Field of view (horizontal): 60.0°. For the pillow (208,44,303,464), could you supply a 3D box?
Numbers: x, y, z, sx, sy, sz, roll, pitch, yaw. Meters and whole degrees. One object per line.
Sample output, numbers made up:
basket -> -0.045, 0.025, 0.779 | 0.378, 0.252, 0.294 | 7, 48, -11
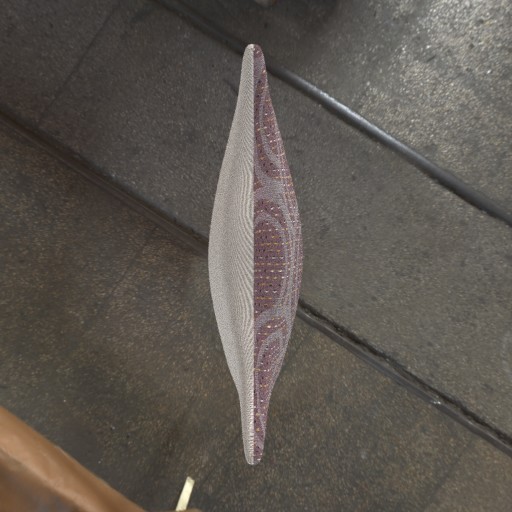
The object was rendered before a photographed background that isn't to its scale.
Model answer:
pillow -> 0.000, 0.000, 0.791 | 0.163, 0.513, 0.514 | 0, 90, 0
